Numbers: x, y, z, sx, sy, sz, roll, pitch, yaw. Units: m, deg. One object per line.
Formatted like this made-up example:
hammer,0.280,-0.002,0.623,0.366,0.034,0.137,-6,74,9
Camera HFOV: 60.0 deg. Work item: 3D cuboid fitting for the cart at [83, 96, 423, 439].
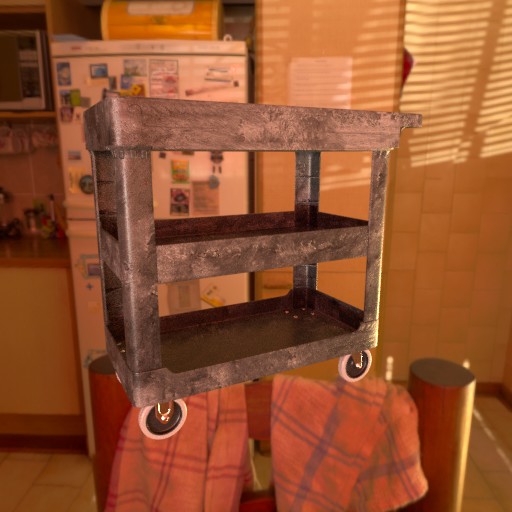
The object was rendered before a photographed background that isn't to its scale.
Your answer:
cart,0.000,0.000,1.338,0.877,0.824,0.420,-7,14,-27
